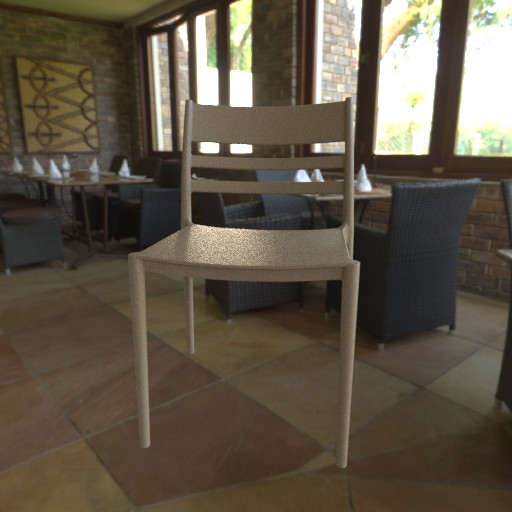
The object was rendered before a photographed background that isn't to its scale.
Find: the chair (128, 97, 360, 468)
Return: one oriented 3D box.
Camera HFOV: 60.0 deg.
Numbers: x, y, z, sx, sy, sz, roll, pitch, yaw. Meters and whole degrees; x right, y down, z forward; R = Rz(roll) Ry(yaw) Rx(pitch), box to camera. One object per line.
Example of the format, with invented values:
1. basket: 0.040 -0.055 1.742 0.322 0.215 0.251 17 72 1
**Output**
1. chair: 0.000 0.000 1.129 0.531 0.800 0.511 2 14 8
